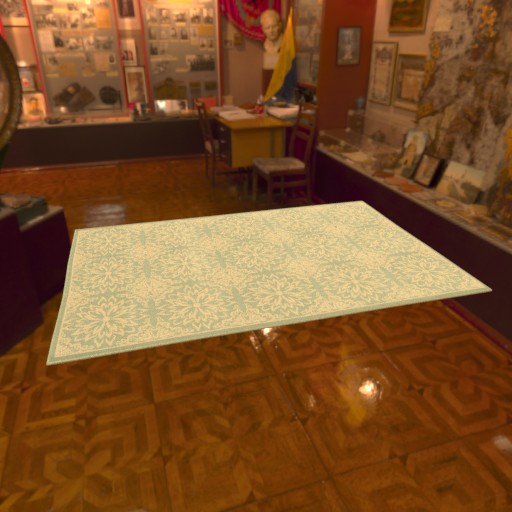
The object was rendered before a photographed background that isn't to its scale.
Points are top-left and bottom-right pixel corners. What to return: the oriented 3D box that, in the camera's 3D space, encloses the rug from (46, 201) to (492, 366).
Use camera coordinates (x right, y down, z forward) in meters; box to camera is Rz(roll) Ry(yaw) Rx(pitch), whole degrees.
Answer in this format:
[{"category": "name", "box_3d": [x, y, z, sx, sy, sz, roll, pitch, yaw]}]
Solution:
[{"category": "rug", "box_3d": [0.000, 0.000, 3.388, 2.746, 0.018, 1.819, -7, 28, -14]}]
